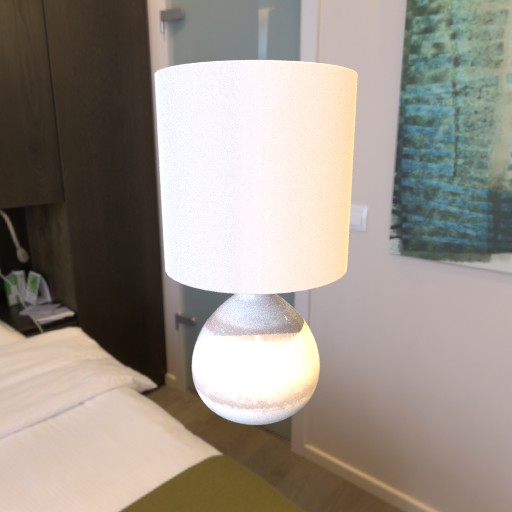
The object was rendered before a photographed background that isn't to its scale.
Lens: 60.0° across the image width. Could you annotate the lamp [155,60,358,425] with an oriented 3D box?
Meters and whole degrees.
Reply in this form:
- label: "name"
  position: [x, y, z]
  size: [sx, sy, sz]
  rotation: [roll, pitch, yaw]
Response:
- label: "lamp"
  position: [0.000, 0.000, 0.535]
  size: [0.217, 0.404, 0.217]
  rotation: [3, 15, 10]
